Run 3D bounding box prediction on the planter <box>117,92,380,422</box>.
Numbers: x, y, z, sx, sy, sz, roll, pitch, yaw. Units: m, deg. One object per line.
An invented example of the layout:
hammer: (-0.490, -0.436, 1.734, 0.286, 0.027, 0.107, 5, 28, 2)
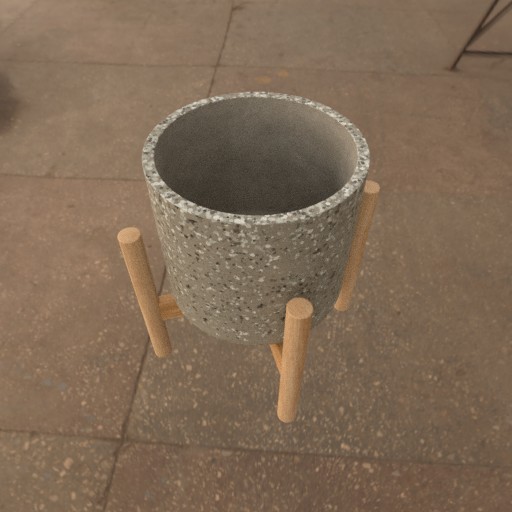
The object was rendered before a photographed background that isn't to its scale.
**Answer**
planter: (0.000, 0.000, 0.555, 0.284, 0.320, 0.284, 4, 48, 4)
